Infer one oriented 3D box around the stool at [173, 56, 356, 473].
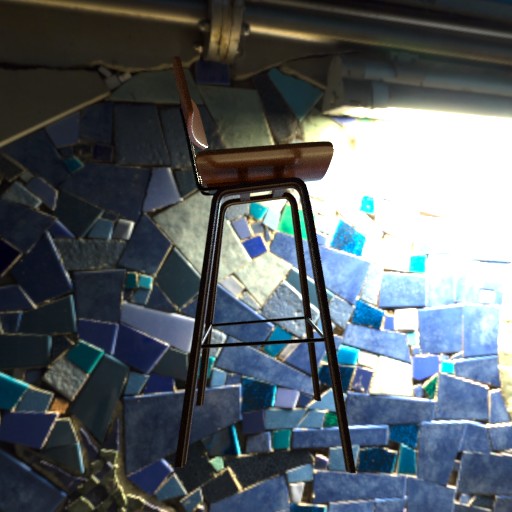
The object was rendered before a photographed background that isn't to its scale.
[{"bbox_3d":[0.000,0.000,1.239,0.440,0.969,0.509,0,0,-1],"label":"stool"}]
